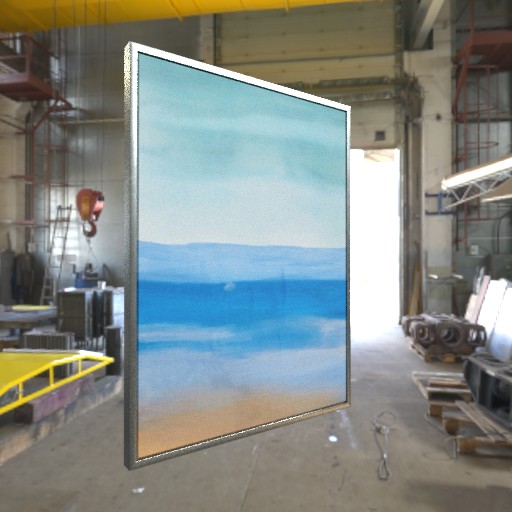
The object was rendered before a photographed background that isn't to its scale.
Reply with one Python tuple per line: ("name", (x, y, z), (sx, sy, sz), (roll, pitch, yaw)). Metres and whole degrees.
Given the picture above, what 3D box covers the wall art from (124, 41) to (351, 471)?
("wall art", (0.000, 0.000, 1.349), (0.803, 1.062, 0.041), (0, 0, -36))
